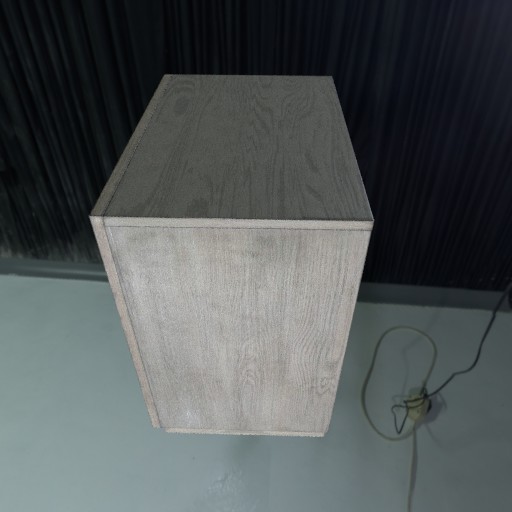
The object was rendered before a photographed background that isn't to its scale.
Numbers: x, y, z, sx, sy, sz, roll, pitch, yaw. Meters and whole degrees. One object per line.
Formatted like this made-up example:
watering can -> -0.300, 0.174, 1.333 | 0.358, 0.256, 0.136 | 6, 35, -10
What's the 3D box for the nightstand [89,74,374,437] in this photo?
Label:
nightstand -> 0.000, 0.000, 1.103 | 0.483, 0.673, 0.612 | 1, 41, 1
